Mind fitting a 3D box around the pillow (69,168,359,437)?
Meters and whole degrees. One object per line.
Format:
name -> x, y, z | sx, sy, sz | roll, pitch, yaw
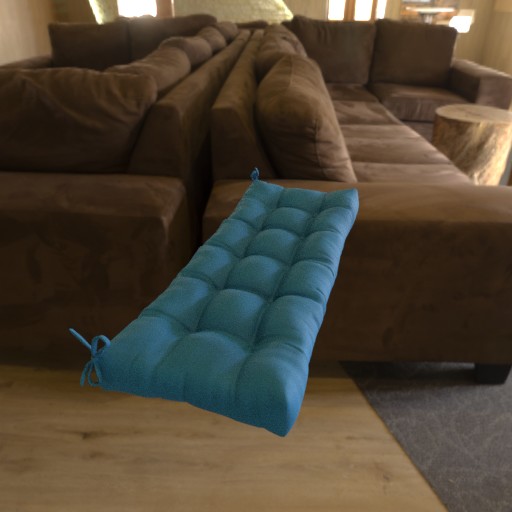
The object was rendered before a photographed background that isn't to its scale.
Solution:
pillow -> 0.000, 0.000, 1.359 | 0.511, 0.174, 1.194 | 9, 31, 15
